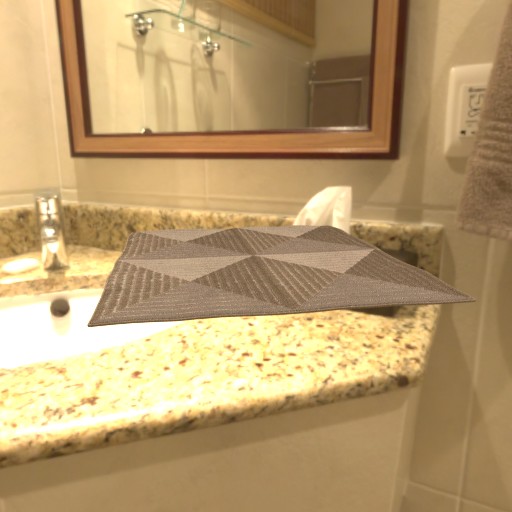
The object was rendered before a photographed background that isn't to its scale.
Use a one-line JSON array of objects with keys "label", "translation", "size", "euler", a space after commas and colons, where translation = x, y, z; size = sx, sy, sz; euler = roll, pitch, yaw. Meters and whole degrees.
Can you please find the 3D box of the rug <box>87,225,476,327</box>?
[{"label": "rug", "translation": [0.000, 0.000, 0.904], "size": [0.551, 0.008, 0.642], "euler": [-2, 14, -10]}]
